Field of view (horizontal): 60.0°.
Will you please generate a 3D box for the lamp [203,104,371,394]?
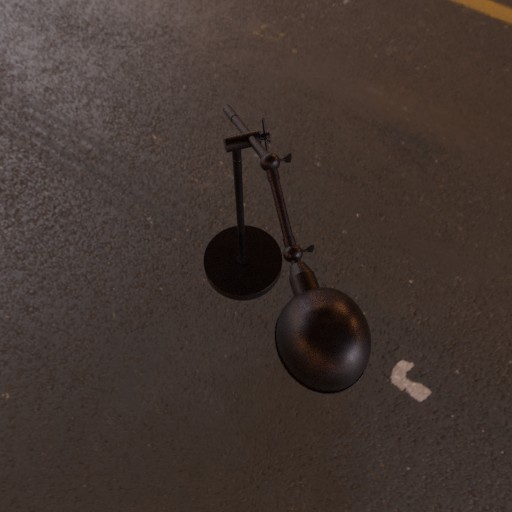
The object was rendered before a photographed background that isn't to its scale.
[{"bbox_3d":[0.000,0.000,0.794,0.185,0.495,0.567,-15,63,-7],"label":"lamp"}]
